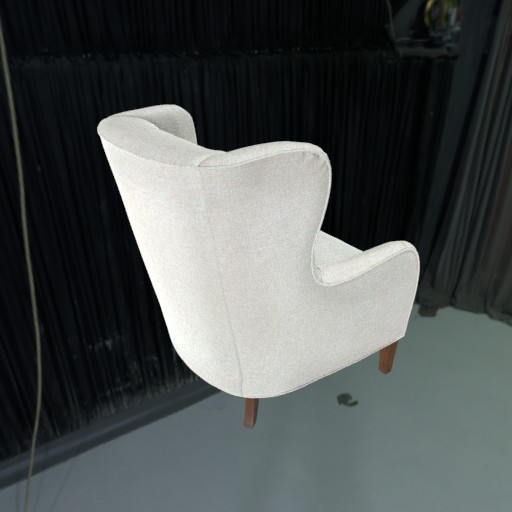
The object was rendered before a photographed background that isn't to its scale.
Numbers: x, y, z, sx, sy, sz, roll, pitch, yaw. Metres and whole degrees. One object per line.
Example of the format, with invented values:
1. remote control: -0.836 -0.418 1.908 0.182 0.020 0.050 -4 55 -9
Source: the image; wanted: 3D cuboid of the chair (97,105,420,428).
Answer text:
1. chair: 0.000 0.000 1.690 0.966 1.040 0.838 -18 32 -30
